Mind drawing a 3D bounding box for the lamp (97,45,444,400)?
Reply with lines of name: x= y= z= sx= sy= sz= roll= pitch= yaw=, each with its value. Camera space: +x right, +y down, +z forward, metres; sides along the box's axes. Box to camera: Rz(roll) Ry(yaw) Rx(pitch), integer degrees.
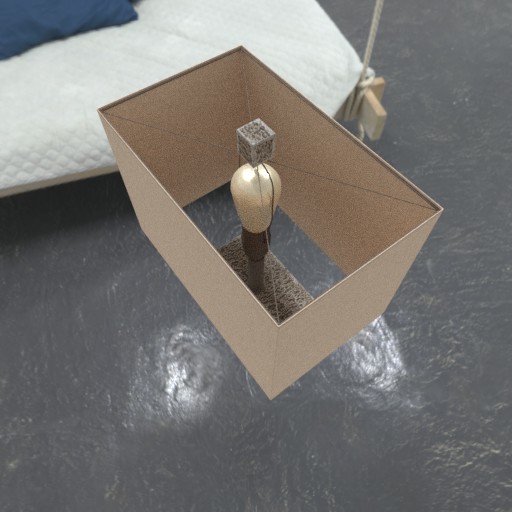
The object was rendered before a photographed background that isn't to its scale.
lamp: x=0.000 y=0.000 z=0.561 sx=0.180 sy=0.411 sz=0.294 roll=-33 pitch=63 yaw=-19
